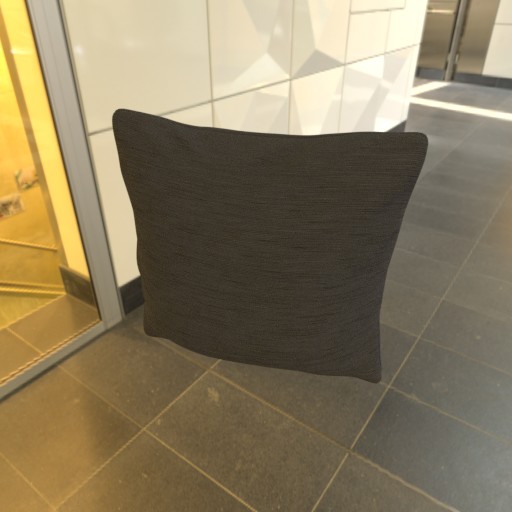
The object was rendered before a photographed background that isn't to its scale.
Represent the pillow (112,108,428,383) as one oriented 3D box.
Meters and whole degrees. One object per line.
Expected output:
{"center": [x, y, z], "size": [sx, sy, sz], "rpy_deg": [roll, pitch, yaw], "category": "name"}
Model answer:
{"center": [0.000, 0.000, 0.682], "size": [0.432, 0.414, 0.246], "rpy_deg": [9, 33, 14], "category": "pillow"}
